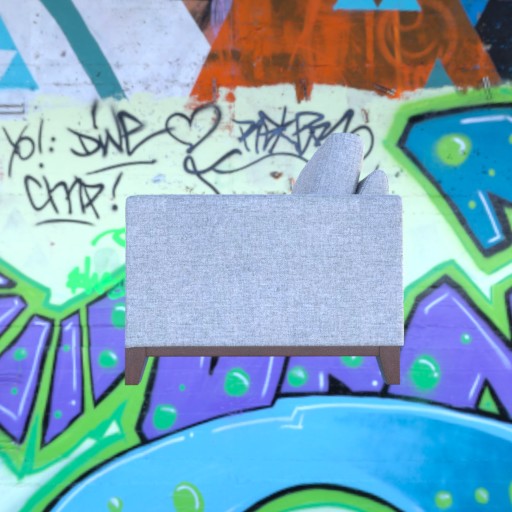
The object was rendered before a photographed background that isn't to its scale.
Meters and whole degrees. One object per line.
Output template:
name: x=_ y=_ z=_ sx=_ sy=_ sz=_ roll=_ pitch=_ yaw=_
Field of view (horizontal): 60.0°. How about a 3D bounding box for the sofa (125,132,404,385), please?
sofa: x=0.000 y=0.000 z=2.441 sx=0.969 sy=0.892 sz=1.978 roll=0 pitch=-1 yaw=0
